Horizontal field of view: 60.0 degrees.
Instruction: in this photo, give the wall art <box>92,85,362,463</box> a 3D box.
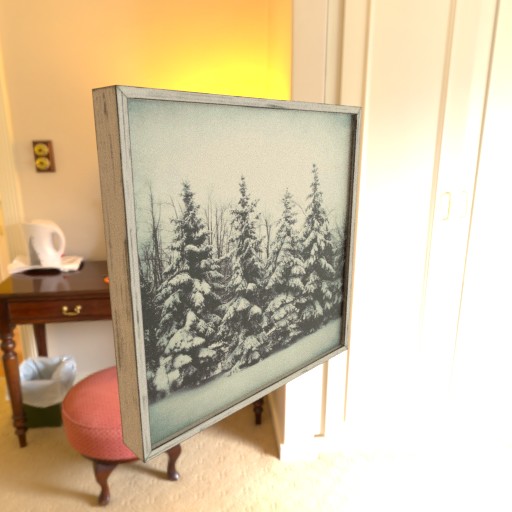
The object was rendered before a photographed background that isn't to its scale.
[{"bbox_3d":[0.000,0.000,0.455,0.303,0.303,0.036,-14,20,-43],"label":"wall art"}]
